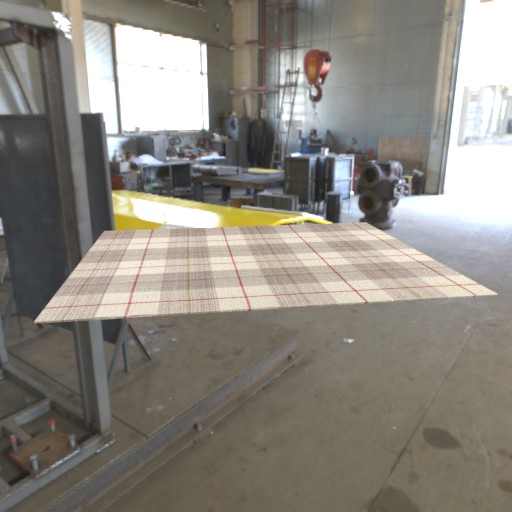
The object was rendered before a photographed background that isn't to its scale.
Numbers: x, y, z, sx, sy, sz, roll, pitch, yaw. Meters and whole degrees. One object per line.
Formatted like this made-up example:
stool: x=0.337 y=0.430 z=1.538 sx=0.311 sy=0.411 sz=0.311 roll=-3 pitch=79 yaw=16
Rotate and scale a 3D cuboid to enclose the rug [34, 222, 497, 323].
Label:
rug: x=0.000 y=0.000 z=3.888 sx=2.959 sy=0.016 sz=2.317 roll=-2 pitch=17 yaw=-8
